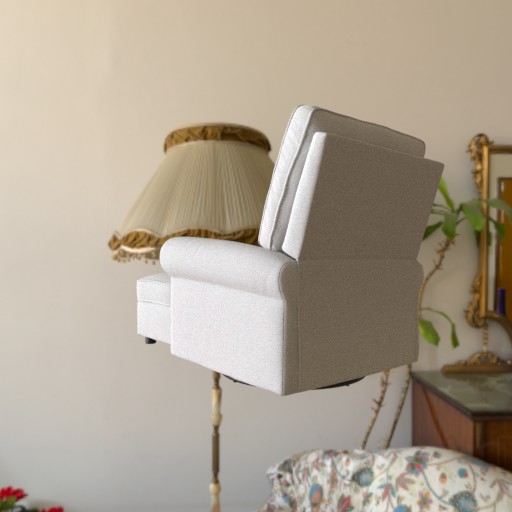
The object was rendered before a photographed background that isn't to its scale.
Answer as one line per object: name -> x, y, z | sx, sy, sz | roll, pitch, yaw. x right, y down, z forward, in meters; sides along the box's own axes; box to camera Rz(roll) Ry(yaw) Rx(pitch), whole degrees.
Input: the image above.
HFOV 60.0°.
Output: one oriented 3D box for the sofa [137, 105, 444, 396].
sofa -> 0.000, 0.000, 2.056 | 0.880, 0.959, 1.478 | 0, -1, -39
